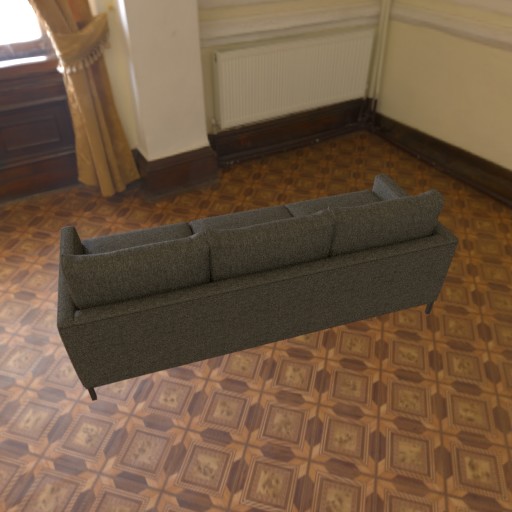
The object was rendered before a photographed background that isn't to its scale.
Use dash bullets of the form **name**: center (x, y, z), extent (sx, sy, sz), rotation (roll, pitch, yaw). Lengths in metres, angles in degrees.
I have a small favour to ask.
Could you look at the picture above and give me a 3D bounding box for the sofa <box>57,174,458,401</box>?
- **sofa**: center (0.000, 0.000, 2.754), extent (2.253, 0.879, 0.876), rotation (-11, 41, -14)
